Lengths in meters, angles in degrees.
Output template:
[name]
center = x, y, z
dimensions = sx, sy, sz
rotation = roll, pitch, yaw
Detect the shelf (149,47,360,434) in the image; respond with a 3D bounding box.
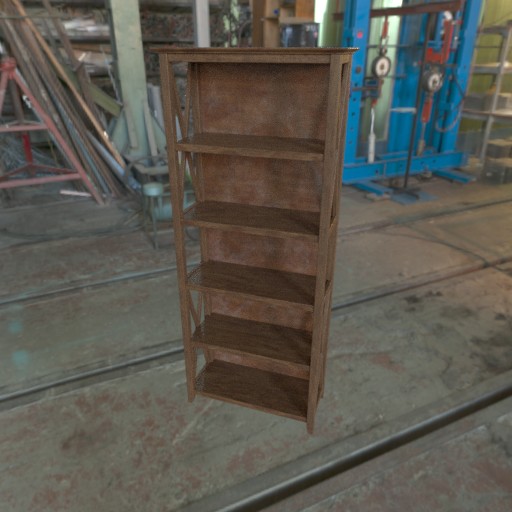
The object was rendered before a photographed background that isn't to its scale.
[shelf]
center = 0.000, 0.000, 2.238
dimensions = 0.805, 1.905, 0.335
rotation = 8, 27, 17
